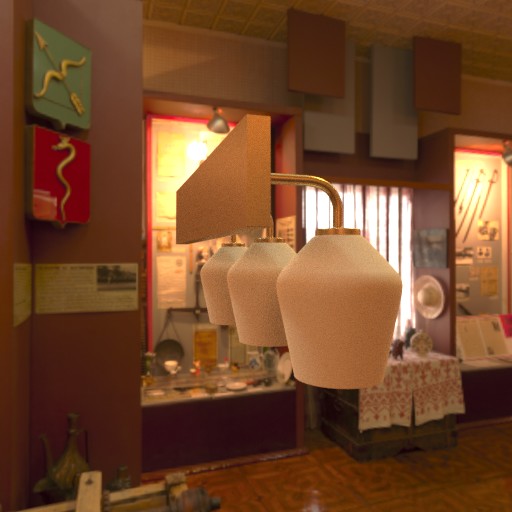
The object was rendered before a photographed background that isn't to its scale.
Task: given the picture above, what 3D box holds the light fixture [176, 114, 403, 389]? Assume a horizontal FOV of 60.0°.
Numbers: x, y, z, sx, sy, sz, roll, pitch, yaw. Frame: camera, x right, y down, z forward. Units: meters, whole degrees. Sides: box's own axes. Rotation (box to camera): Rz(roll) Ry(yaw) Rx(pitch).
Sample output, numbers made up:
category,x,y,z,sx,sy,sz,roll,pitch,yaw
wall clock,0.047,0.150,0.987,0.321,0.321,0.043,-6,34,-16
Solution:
category,x,y,z,sx,sy,sz,roll,pitch,yaw
light fixture,0.000,0.000,0.725,0.190,0.280,0.609,0,0,-18
